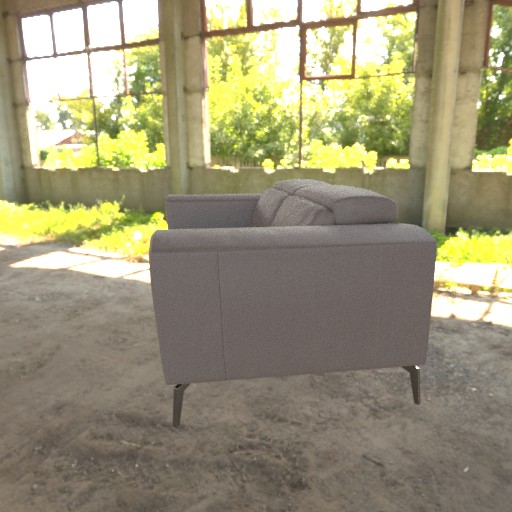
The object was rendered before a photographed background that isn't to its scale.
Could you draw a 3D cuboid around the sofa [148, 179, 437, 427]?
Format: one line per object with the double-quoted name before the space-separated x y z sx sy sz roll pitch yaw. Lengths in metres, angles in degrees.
"sofa" 0.000 0.000 2.404 1.003 0.779 1.895 -2 13 -9
